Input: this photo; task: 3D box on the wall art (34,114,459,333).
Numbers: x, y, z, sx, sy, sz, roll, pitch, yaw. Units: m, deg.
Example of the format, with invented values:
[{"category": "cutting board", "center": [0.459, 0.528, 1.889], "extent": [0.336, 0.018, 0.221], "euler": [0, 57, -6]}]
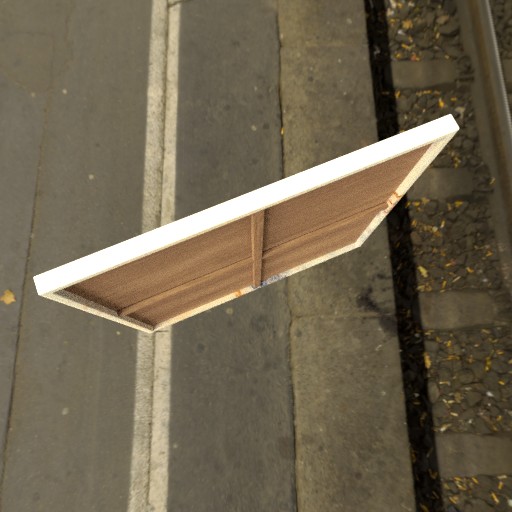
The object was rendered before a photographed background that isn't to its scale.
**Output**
[{"category": "wall art", "center": [0.000, 0.000, 1.297], "extent": [0.889, 0.889, 0.038], "euler": [-22, 77, -6]}]
